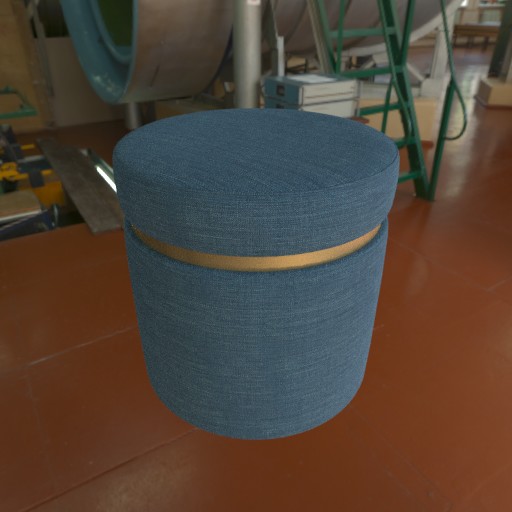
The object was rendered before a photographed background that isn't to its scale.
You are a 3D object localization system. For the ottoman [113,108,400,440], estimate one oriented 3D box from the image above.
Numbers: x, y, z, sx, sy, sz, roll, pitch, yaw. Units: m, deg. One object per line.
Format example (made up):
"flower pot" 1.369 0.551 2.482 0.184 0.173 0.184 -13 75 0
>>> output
"ottoman" 0.000 0.000 0.720 0.398 0.406 0.398 0 30 0
